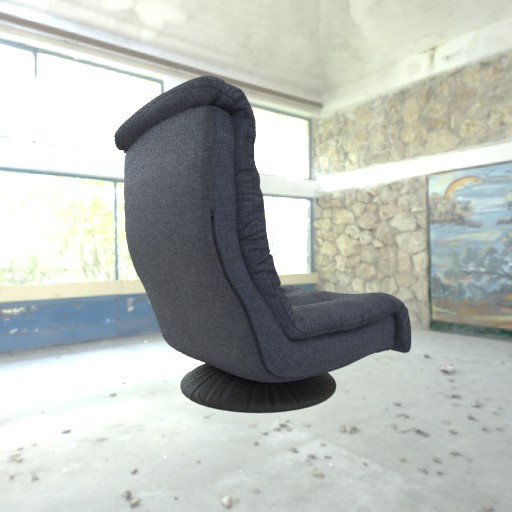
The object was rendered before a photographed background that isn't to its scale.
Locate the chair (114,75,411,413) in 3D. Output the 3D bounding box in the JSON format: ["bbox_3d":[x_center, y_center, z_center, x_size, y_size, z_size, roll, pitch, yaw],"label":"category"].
[{"bbox_3d":[0.000,0.000,1.253,0.668,0.749,0.597,0,0,-36],"label":"chair"}]
